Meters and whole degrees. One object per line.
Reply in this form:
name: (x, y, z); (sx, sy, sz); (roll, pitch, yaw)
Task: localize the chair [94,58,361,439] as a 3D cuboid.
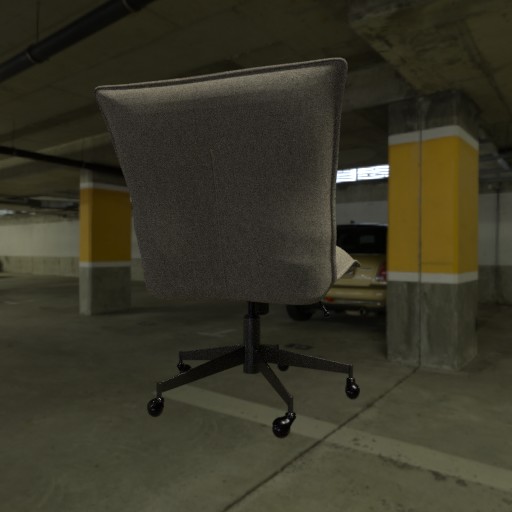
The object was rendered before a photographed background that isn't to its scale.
chair: (0.000, 0.000, 1.281); (0.597, 0.811, 0.696); (0, 1, 18)
